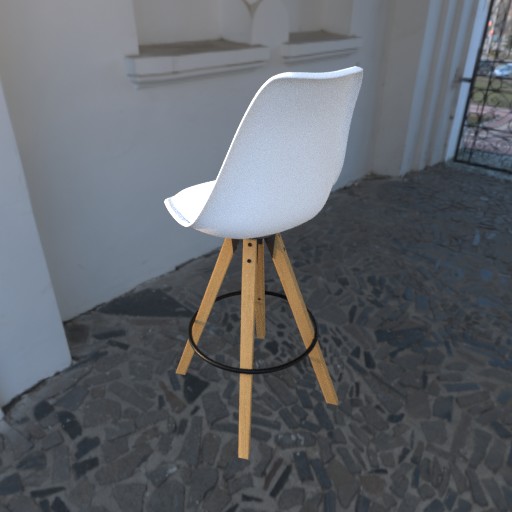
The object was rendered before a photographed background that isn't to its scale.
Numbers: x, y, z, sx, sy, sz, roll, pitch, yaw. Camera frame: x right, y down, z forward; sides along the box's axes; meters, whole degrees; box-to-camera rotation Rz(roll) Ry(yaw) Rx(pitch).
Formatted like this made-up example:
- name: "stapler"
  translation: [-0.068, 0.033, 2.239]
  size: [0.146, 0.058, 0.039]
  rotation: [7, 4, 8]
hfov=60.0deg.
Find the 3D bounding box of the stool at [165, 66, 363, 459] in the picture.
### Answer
- name: "stool"
  translation: [0.000, 0.000, 1.370]
  size: [0.482, 1.115, 0.549]
  rotation: [-19, 34, -30]
